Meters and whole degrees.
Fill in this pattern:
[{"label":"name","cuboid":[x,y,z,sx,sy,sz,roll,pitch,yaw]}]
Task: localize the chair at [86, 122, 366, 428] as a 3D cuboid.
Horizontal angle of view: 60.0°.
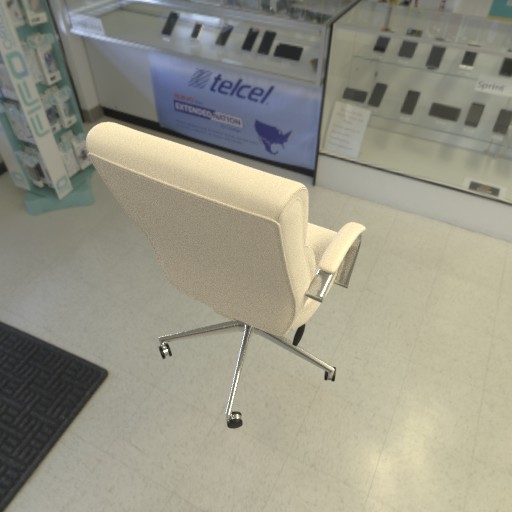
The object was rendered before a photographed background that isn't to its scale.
[{"label":"chair","cuboid":[0.000,0.000,1.538,0.727,1.099,0.745,22,49,21]}]
